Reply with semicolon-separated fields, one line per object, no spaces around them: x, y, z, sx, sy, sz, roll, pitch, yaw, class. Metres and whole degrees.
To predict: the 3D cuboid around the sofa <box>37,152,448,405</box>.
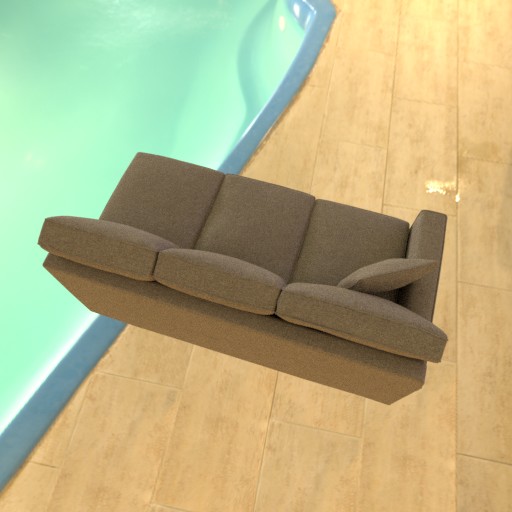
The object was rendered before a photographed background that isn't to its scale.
0.000;0.000;2.557;1.963;0.946;1.034;16;65;8;sofa
